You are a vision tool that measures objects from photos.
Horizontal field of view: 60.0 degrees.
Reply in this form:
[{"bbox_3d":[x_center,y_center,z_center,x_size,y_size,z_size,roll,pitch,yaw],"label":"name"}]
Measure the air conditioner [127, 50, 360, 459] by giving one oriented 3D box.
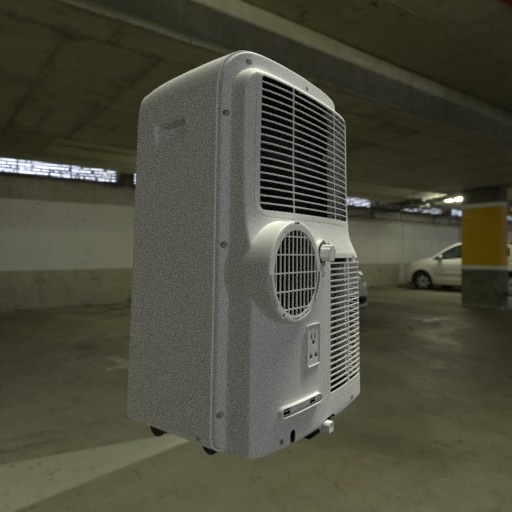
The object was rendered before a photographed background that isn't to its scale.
[{"bbox_3d":[0.000,0.000,0.941,0.365,0.700,0.454,0,0,35],"label":"air conditioner"}]
